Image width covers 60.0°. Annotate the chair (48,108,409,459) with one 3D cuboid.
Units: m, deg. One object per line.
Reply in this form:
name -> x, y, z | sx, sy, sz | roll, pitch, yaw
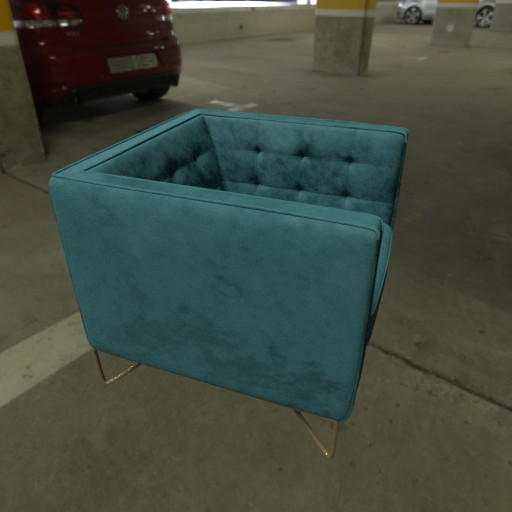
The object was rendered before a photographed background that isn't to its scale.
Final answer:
chair -> 0.000, 0.000, 1.572 | 0.894, 0.790, 0.880 | 11, 32, 17
